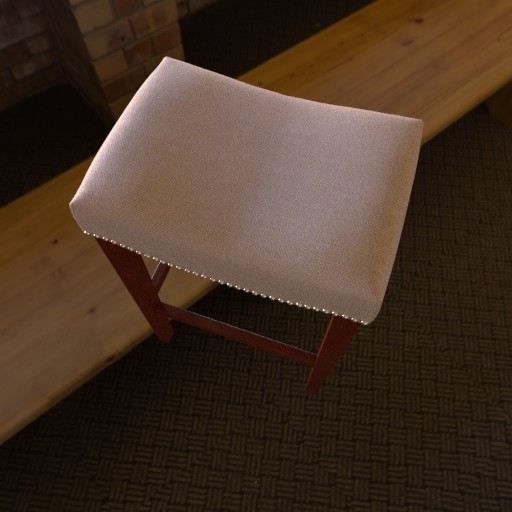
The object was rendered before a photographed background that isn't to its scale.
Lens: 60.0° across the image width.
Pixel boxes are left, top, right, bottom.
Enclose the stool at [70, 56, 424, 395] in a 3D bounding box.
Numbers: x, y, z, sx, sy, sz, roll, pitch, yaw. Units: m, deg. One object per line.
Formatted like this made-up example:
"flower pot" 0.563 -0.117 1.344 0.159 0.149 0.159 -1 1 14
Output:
"stool" 0.000 0.000 1.028 0.504 0.742 0.372 17 64 9
